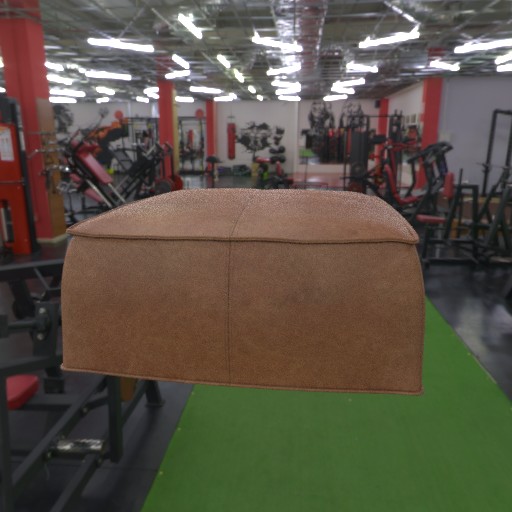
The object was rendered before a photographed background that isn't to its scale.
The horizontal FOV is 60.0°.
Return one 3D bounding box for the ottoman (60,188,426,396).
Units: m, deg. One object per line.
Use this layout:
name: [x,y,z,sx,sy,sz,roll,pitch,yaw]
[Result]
ottoman: [0.000,0.000,1.392,0.902,0.395,0.901,2,15,7]
